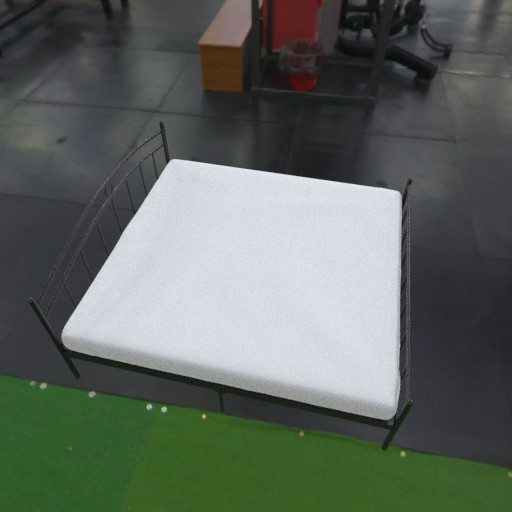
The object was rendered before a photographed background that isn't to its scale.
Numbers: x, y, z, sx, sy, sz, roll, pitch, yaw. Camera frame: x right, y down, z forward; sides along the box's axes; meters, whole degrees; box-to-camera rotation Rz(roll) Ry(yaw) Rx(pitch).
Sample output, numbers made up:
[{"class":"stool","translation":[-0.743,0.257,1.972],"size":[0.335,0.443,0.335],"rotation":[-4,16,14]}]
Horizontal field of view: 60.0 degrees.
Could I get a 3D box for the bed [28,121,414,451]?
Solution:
[{"class":"bed","translation":[0.000,0.000,3.074],"size":[2.040,0.940,1.880],"rotation":[10,48,9]}]
